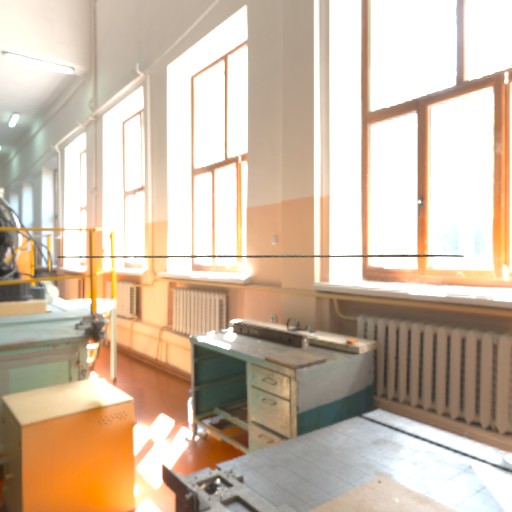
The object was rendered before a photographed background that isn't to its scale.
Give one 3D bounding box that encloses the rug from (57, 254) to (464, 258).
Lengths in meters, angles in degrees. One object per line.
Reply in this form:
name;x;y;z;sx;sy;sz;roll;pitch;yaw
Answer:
rug;0.000;0.000;4.139;2.430;0.030;3.054;0;0;-2
